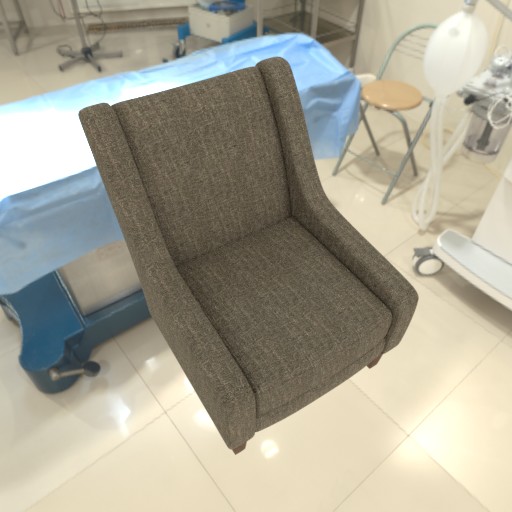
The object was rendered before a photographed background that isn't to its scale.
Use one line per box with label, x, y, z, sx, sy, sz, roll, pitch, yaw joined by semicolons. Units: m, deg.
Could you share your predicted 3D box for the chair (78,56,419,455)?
chair;0.000;0.000;1.649;0.793;1.012;0.944;-25;51;-22
